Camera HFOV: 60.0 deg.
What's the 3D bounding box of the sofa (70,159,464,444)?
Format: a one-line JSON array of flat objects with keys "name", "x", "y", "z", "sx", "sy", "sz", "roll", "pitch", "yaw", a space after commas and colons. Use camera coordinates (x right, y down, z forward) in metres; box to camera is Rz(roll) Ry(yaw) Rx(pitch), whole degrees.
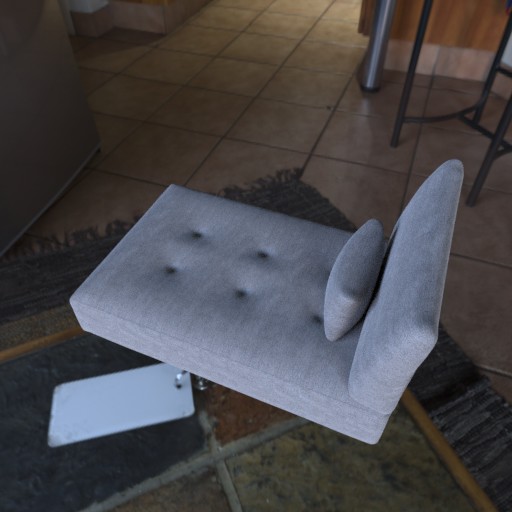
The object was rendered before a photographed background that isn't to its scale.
[{"name": "sofa", "x": 0.000, "y": 0.000, "z": 1.950, "sx": 1.450, "sy": 0.820, "sz": 0.930, "roll": 17, "pitch": 49, "yaw": 15}]
